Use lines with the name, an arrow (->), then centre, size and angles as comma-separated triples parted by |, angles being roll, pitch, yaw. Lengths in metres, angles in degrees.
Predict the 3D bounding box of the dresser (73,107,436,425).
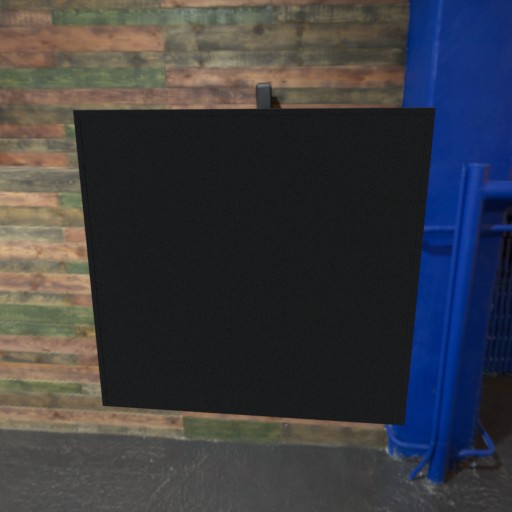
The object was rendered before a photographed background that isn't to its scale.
dresser -> 0.000, 0.000, 1.174 | 0.750, 0.720, 0.360 | 2, 15, 6
